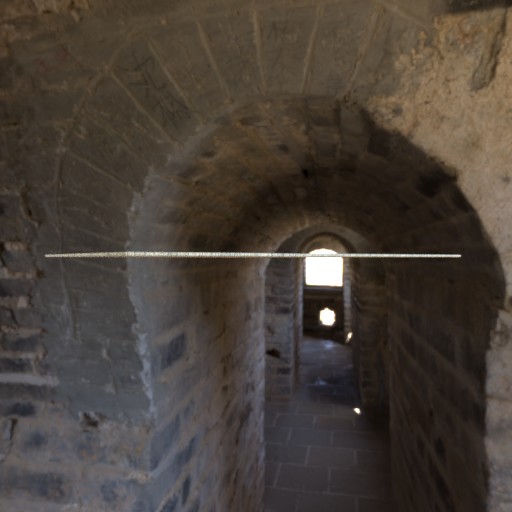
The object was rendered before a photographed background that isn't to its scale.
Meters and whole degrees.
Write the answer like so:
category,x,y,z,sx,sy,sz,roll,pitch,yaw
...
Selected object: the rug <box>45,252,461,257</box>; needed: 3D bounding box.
category,x,y,z,sx,sy,sz,roll,pitch,yaw
rug,0.000,0.000,2.882,2.263,0.017,1.523,0,0,-35
